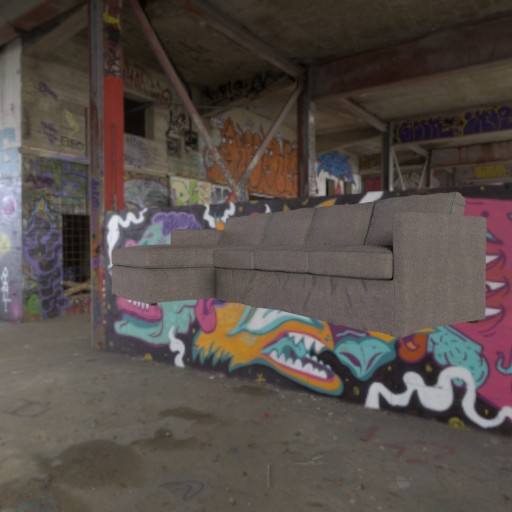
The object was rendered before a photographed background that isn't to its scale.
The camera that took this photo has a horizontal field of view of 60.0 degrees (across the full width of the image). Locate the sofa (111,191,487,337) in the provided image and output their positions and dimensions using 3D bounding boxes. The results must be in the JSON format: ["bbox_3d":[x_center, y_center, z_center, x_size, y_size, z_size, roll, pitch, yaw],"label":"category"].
[{"bbox_3d":[0.000,0.000,3.872,1.650,0.922,3.205,-1,1,-35],"label":"sofa"}]
